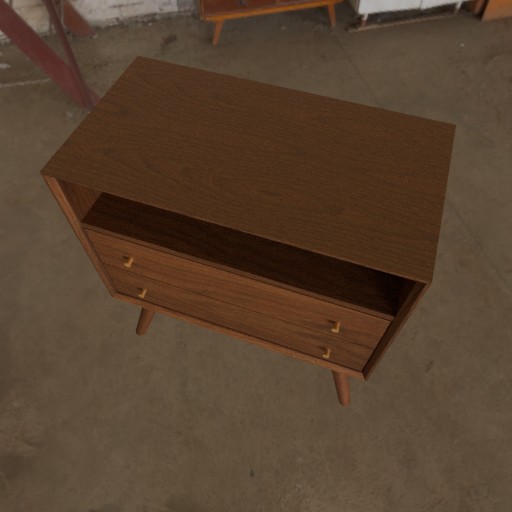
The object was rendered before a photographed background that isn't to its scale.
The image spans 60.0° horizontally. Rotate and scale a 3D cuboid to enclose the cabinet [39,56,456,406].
[{"bbox_3d":[0.000,0.000,1.157,0.712,0.748,0.388,16,58,10],"label":"cabinet"}]
